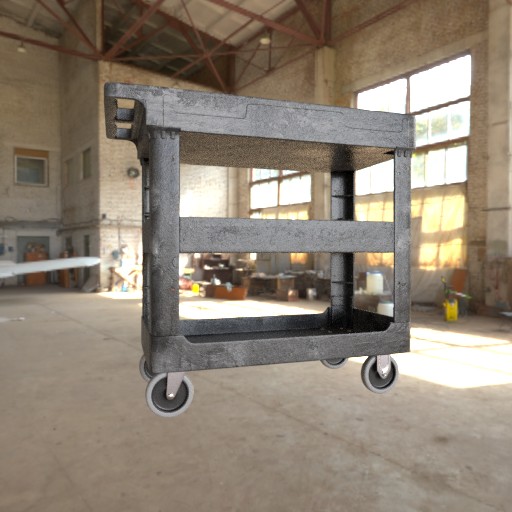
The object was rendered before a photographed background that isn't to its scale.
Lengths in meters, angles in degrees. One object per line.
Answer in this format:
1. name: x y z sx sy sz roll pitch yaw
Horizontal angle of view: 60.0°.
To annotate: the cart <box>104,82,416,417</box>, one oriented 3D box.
1. cart: 0.000 0.000 1.364 0.877 0.824 0.420 0 1 -18
